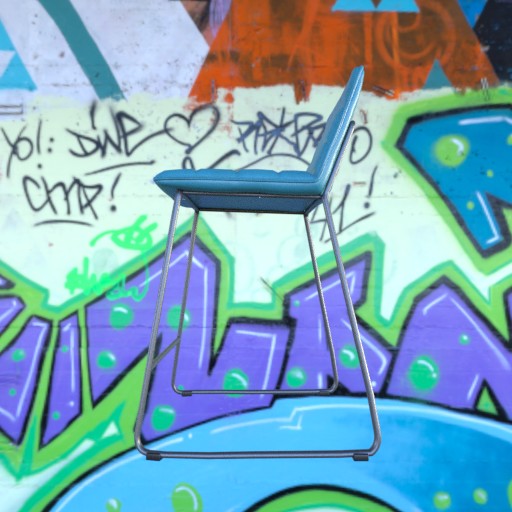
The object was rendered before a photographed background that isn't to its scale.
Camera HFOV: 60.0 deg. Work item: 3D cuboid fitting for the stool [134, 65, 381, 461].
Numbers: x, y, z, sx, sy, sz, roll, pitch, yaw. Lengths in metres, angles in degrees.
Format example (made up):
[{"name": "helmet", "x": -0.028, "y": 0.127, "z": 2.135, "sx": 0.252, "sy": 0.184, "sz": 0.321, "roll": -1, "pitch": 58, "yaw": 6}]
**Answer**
[{"name": "stool", "x": 0.000, "y": 0.000, "z": 1.172, "sx": 0.524, "sy": 0.866, "sz": 0.489, "roll": 0, "pitch": -1, "yaw": -1}]
